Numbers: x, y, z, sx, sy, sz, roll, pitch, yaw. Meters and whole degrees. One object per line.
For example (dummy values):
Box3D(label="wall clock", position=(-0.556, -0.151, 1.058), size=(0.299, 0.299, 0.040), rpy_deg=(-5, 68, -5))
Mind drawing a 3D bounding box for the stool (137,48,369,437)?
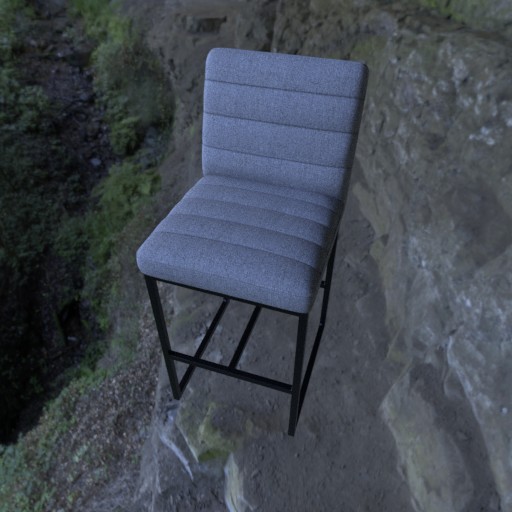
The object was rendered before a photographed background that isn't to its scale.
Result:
Box3D(label="stool", position=(0.000, 0.000, 1.353), size=(0.459, 1.034, 0.571), rpy_deg=(12, 43, 14))
